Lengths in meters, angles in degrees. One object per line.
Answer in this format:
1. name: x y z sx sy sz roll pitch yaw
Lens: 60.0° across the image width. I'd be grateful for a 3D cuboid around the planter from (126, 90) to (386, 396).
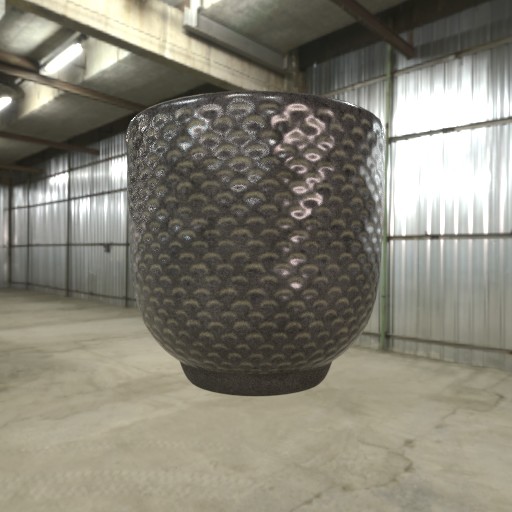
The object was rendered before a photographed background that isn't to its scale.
1. planter: 0.000 0.000 0.350 0.197 0.191 0.197 0 0 0
